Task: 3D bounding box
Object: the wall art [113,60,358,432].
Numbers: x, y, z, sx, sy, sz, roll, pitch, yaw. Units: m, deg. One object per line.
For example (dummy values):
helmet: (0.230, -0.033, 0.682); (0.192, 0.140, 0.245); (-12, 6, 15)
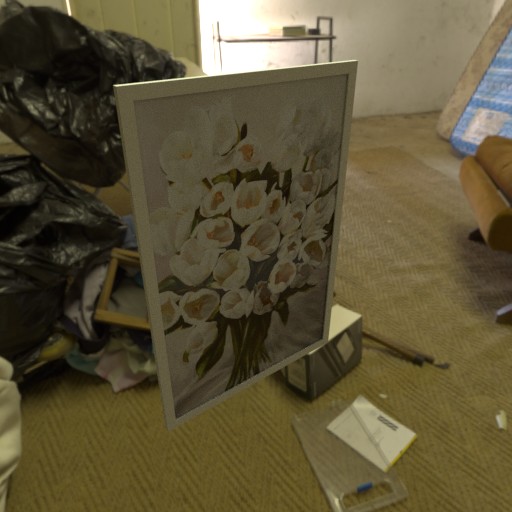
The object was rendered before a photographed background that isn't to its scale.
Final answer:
wall art: (0.000, 0.000, 1.241); (0.660, 0.965, 0.015); (-21, 36, -31)
